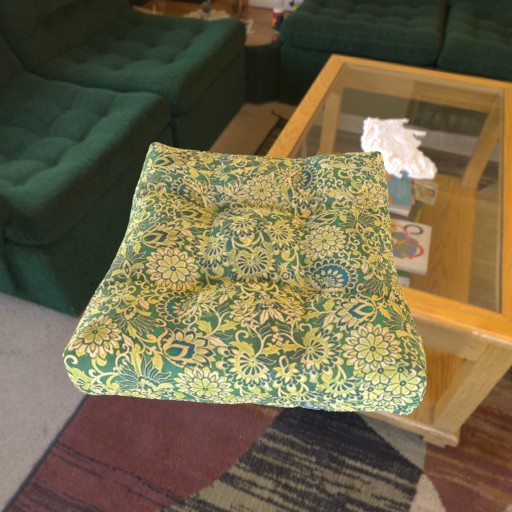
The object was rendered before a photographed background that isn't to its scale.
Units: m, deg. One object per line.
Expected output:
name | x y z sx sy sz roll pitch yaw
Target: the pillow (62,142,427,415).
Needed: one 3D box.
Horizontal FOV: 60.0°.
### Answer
pillow | 0.000 0.000 0.722 0.468 0.128 0.490 3 47 3
